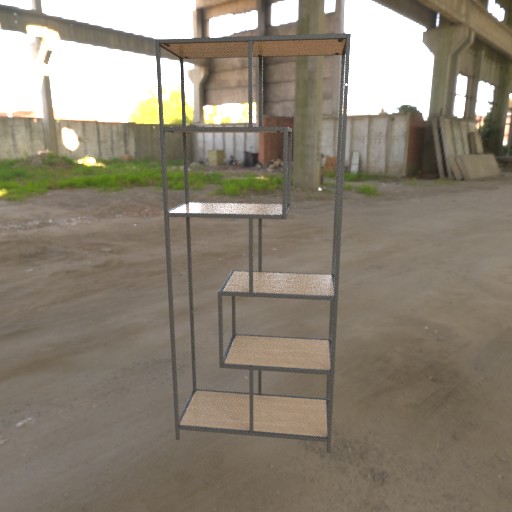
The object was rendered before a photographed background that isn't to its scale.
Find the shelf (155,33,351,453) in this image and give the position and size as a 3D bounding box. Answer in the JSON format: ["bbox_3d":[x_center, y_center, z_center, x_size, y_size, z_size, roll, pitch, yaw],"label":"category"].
[{"bbox_3d":[0.000,0.000,2.118,0.770,1.850,0.350,2,15,7],"label":"shelf"}]
